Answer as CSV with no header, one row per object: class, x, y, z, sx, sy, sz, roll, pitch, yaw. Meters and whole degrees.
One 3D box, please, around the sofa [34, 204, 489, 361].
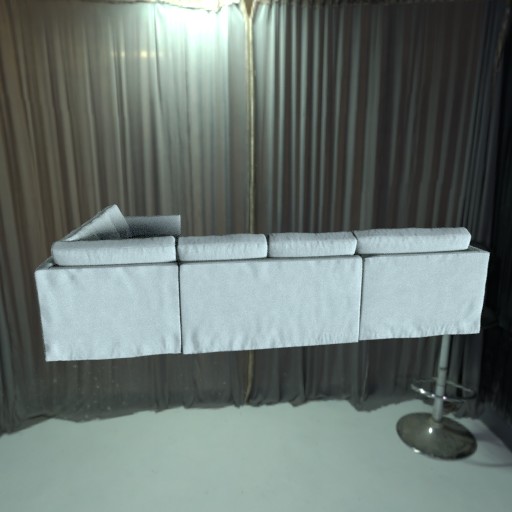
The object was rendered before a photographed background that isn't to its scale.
sofa,0.000,0.000,4.472,3.434,0.869,2.440,-2,14,-9
